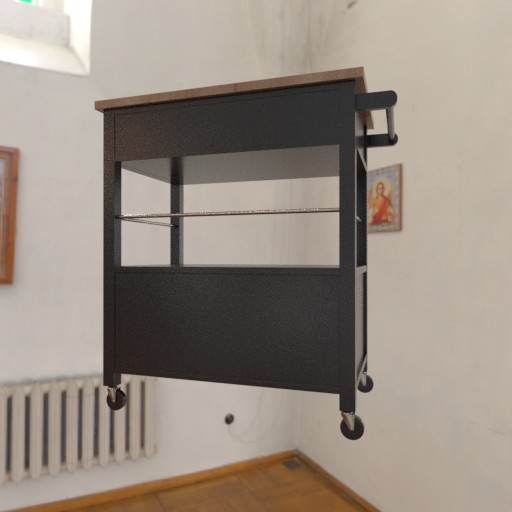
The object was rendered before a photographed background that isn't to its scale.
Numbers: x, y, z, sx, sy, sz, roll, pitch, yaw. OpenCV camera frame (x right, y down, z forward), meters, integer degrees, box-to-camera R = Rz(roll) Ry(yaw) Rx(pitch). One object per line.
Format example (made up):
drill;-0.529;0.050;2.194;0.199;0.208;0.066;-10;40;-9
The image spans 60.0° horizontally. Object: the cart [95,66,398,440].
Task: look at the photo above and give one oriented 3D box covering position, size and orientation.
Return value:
cart;0.000;0.000;1.377;0.840;0.901;0.459;0;0;18
